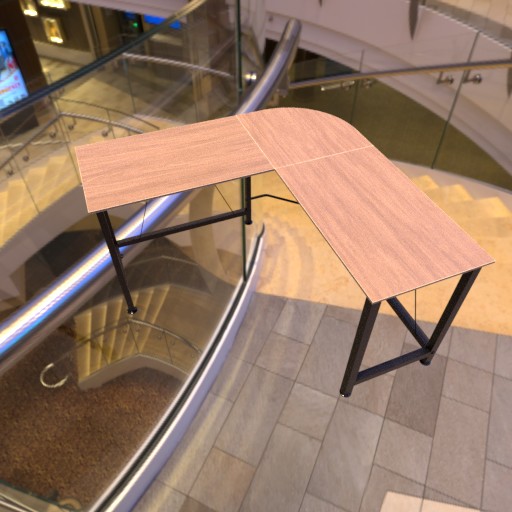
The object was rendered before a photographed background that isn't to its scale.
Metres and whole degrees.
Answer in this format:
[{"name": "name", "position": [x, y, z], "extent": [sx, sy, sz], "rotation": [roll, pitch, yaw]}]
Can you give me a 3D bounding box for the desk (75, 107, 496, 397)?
[{"name": "desk", "position": [0.000, 0.000, 2.226], "extent": [1.400, 0.762, 1.400], "rotation": [-16, 48, -15]}]
